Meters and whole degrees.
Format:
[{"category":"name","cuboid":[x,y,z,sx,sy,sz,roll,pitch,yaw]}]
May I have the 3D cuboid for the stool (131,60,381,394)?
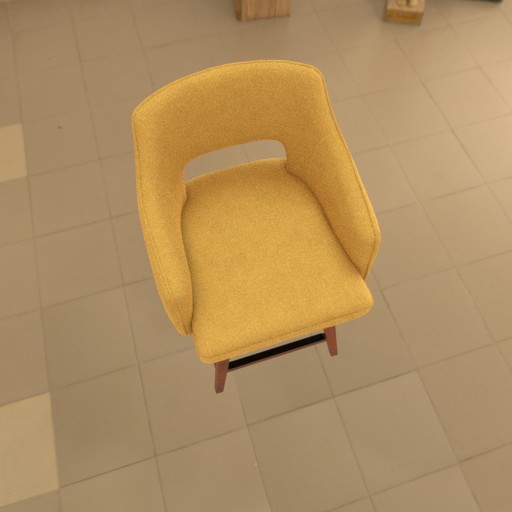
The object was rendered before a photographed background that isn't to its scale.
[{"category":"stool","cuboid":[0.000,0.000,1.295,0.548,0.924,0.558,-16,66,-7]}]
